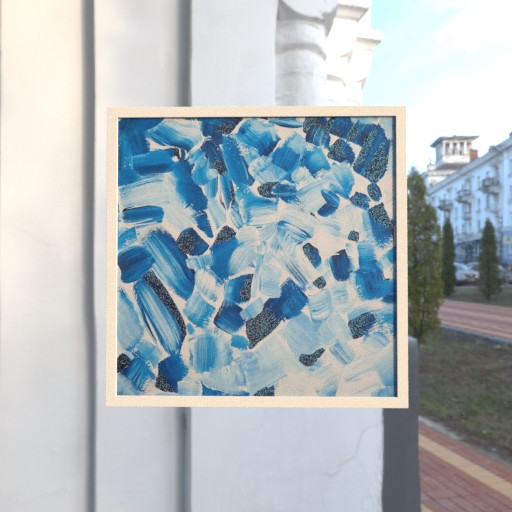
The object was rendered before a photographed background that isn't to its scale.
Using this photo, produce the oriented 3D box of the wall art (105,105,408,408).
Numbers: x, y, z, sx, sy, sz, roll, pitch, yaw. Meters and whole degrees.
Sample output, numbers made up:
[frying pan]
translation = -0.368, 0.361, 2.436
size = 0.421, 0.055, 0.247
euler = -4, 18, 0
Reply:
[wall art]
translation = 0.000, 0.000, 0.679
size = 0.457, 0.457, 0.012
euler = 0, -1, 1
